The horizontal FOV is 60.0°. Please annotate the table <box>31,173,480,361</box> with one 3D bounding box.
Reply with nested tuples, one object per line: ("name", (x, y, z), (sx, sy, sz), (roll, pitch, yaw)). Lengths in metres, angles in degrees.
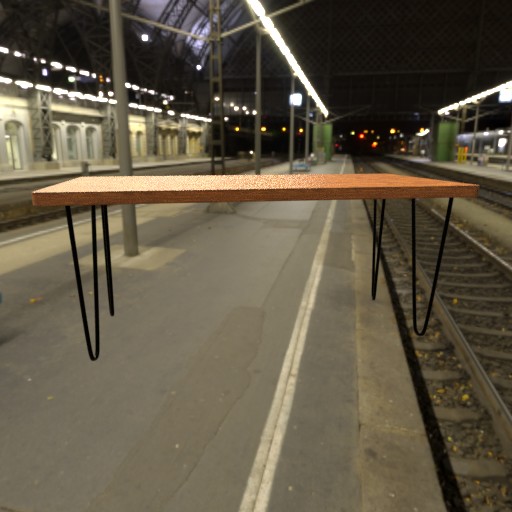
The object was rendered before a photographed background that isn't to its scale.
("table", (0.000, 0.000, 2.239), (1.791, 0.753, 0.883), (-2, 14, -10))
